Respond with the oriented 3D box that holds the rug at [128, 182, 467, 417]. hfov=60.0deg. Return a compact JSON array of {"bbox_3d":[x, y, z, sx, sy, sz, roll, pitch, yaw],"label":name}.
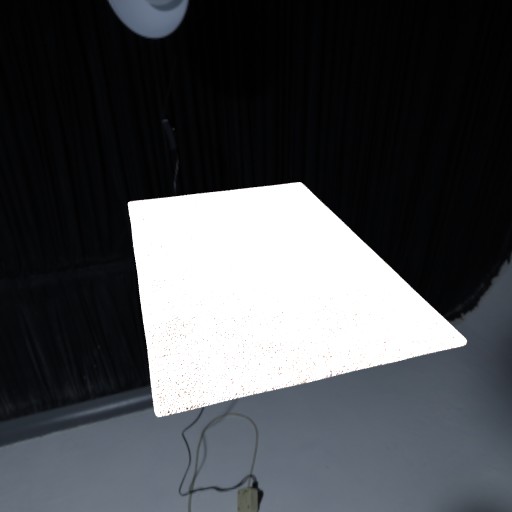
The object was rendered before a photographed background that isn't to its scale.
[{"bbox_3d":[0.000,0.000,2.329,1.219,0.030,1.778,-9,32,-14],"label":"rug"}]
